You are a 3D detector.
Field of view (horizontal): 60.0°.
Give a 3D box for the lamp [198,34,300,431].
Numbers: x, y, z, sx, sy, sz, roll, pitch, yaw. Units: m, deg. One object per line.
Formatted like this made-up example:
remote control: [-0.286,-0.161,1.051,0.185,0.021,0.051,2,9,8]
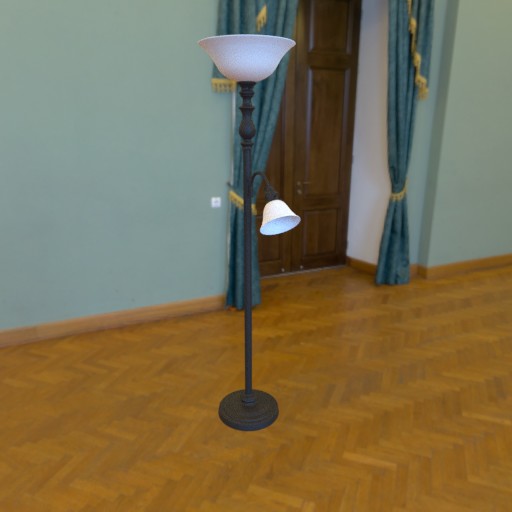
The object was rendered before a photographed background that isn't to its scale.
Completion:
lamp: [0.000,0.000,2.023,0.405,1.793,0.588,-8,18,-24]
